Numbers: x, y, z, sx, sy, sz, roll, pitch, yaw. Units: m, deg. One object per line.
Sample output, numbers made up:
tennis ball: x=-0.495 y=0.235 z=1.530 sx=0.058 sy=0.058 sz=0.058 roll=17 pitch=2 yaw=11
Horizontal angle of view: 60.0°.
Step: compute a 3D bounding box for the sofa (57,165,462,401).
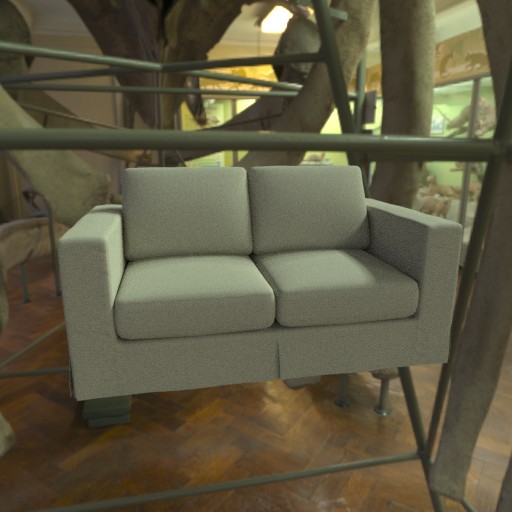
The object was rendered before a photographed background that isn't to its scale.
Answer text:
sofa: x=0.000 y=0.000 z=2.409 sx=1.813 sy=0.932 sz=1.009 roll=-3 pitch=15 yaw=-11
